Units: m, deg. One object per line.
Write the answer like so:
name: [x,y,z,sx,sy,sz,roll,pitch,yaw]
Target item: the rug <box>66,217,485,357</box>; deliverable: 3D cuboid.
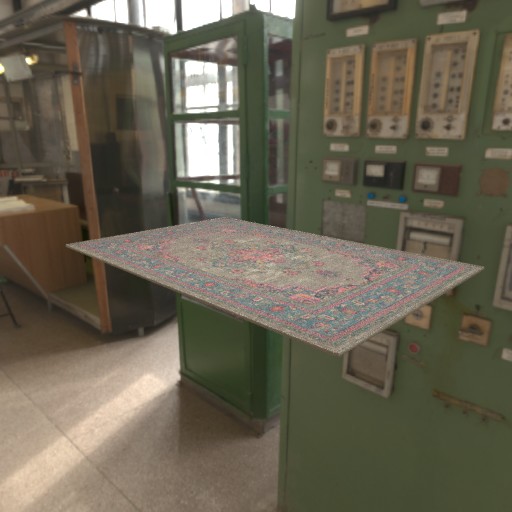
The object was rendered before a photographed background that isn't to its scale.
rug: [0.000,0.000,2.173,1.748,0.014,1.144,15,21,43]
